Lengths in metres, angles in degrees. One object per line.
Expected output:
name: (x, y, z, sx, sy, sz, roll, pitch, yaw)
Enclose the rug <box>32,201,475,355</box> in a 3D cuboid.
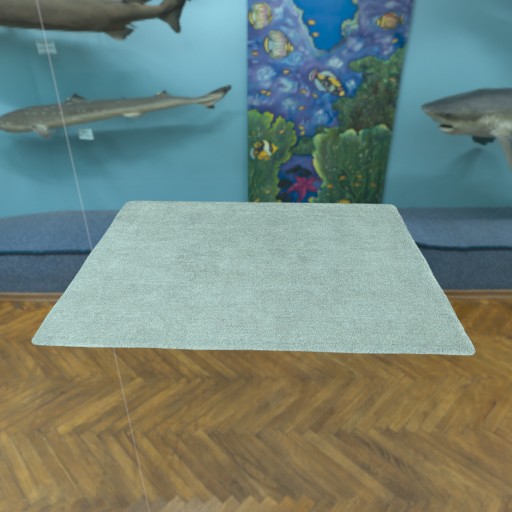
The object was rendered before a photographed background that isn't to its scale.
rug: (0.000, 0.000, 3.851, 2.933, 0.027, 2.332, 1, 31, 2)
